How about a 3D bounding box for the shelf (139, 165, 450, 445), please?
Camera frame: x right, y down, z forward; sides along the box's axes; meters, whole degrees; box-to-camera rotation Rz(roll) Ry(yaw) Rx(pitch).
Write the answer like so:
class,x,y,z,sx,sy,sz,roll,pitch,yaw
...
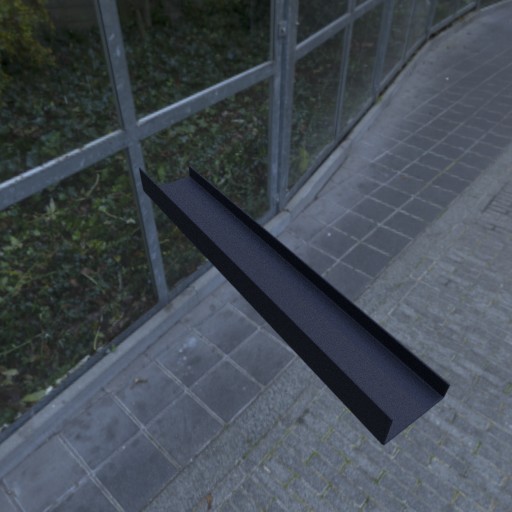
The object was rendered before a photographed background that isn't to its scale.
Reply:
class,x,y,z,sx,sy,sz,roll,pitch,yaw
shelf,0.000,0.000,0.655,0.102,0.053,0.605,-24,46,-26
